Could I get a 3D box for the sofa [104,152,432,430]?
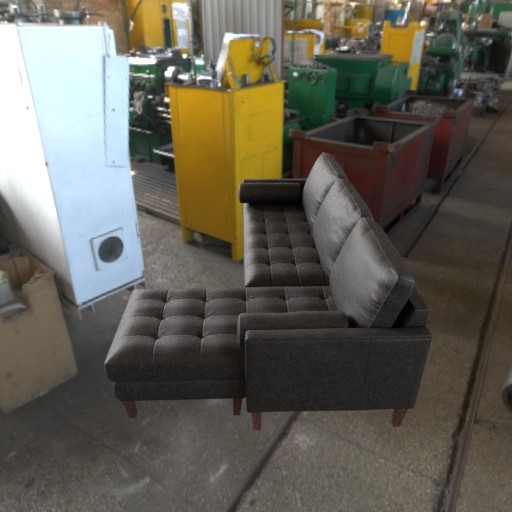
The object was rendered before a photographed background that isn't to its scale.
[{"bbox_3d":[0.000,0.000,2.957,1.497,0.876,2.178,-1,28,-2],"label":"sofa"}]
